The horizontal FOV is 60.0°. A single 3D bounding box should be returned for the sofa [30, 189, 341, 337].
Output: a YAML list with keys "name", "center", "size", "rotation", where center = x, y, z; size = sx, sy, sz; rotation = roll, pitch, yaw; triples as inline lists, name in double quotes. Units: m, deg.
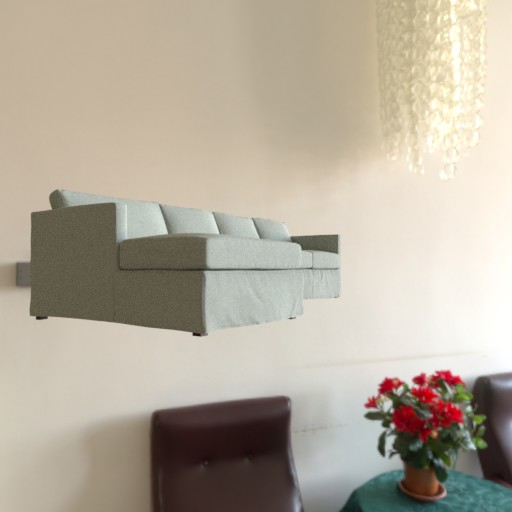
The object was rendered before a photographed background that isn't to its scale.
- name: "sofa"
  center: [0.000, 0.000, 3.890]
  size: [1.650, 0.922, 3.205]
  rotation: [-1, -2, 35]
